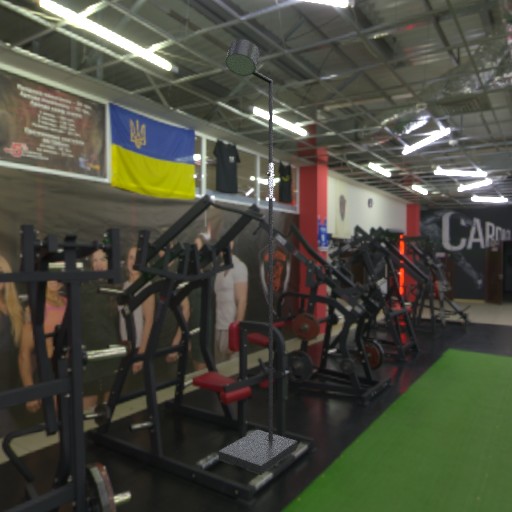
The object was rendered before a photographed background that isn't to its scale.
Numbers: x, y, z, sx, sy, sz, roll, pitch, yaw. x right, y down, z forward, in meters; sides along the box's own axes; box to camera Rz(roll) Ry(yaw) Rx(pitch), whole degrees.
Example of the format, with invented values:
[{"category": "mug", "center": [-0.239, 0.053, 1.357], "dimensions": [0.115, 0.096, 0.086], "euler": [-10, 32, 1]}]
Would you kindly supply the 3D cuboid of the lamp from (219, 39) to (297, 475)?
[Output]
[{"category": "lamp", "center": [0.000, 0.000, 1.752], "dimensions": [0.203, 1.600, 0.304], "euler": [0, 1, 36]}]
